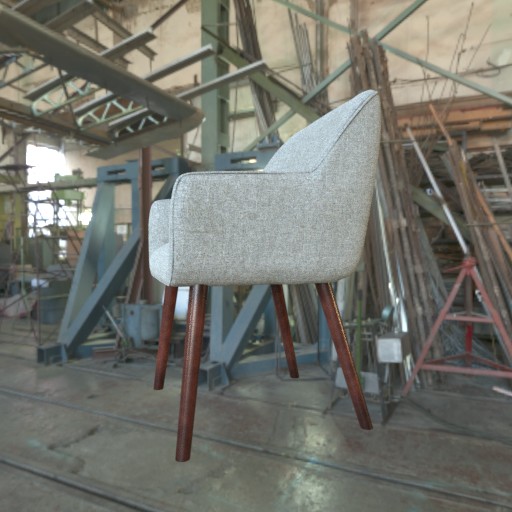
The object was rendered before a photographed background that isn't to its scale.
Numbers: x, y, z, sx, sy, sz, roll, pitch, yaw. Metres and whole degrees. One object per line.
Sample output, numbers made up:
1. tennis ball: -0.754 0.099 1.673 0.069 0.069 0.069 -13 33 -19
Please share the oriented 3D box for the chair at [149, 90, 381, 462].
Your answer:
1. chair: 0.000 0.000 1.177 0.519 0.803 0.543 0 1 -18
